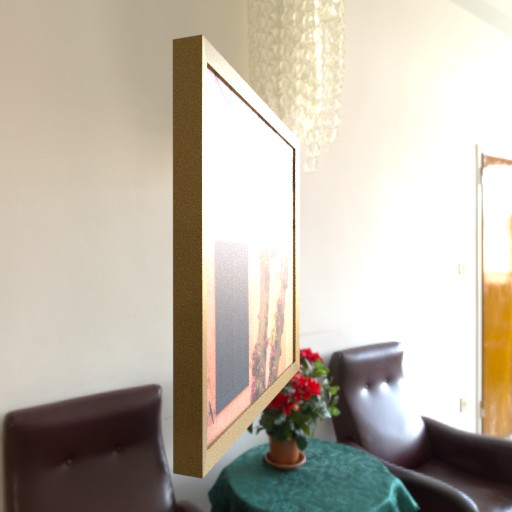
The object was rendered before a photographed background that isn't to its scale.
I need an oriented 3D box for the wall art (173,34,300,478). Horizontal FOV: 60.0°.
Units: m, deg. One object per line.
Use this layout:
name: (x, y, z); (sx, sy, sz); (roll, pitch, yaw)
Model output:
wall art: (0.000, 0.000, 0.754); (0.038, 0.508, 0.507); (0, 0, 18)
